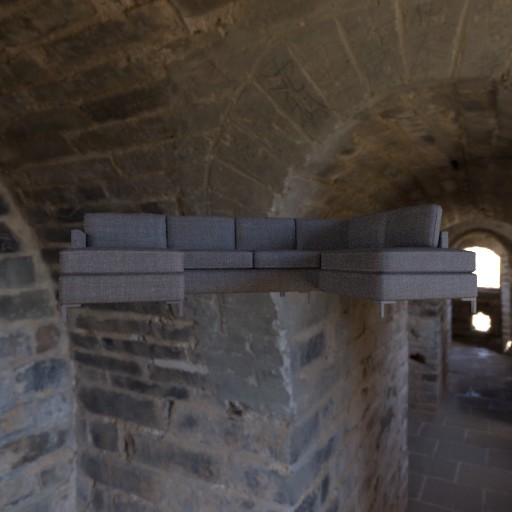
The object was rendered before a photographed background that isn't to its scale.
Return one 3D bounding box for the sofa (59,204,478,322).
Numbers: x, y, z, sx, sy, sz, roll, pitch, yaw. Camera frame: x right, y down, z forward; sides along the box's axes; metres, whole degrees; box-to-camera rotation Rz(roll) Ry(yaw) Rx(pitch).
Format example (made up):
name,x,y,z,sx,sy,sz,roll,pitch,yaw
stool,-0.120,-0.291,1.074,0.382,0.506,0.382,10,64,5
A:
name,x,y,z,sx,sy,sz,roll,pitch,yaw
sofa,0.000,0.000,4.298,3.423,0.999,2.048,0,0,-18
